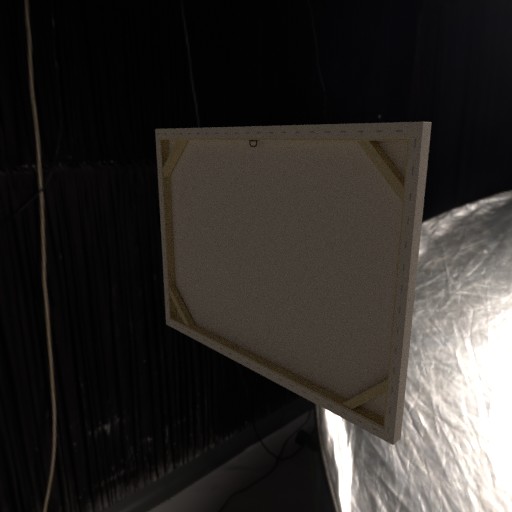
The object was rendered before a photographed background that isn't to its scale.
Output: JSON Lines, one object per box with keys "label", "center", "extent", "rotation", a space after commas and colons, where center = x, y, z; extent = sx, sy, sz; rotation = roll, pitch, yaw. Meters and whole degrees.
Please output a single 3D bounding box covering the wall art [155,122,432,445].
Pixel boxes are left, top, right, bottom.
{"label": "wall art", "center": [0.000, 0.000, 1.360], "extent": [0.038, 0.762, 1.016], "rotation": [-14, 20, -42]}
